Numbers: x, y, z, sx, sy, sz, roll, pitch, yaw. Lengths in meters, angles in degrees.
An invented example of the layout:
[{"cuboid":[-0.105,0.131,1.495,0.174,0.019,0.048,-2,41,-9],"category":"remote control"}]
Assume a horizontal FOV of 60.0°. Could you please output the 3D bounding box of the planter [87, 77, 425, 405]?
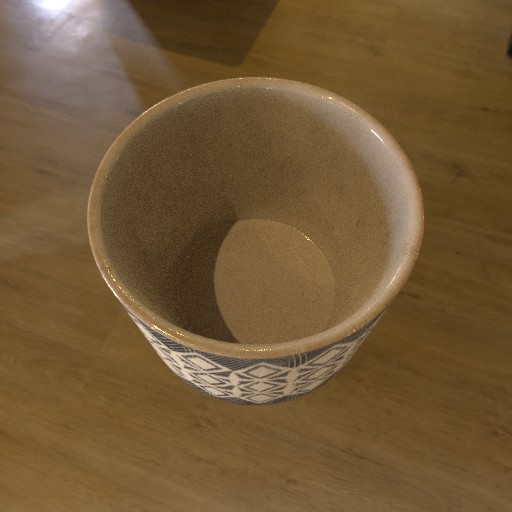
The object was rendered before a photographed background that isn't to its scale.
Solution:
[{"cuboid":[0.000,0.000,0.214,0.126,0.104,0.126,0,62,0],"category":"planter"}]
